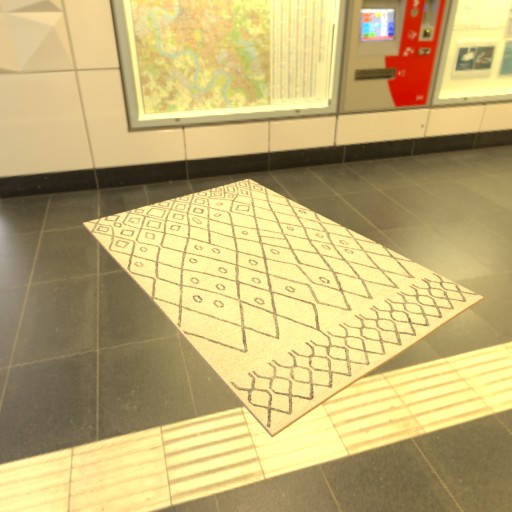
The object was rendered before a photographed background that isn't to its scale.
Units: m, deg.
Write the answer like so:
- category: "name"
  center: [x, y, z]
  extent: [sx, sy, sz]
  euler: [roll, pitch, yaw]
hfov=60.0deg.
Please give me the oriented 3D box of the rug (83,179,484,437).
- category: "rug"
  center: [0.000, 0.000, 2.320]
  extent: [1.222, 0.015, 1.828]
  euler: [-21, 37, -31]
